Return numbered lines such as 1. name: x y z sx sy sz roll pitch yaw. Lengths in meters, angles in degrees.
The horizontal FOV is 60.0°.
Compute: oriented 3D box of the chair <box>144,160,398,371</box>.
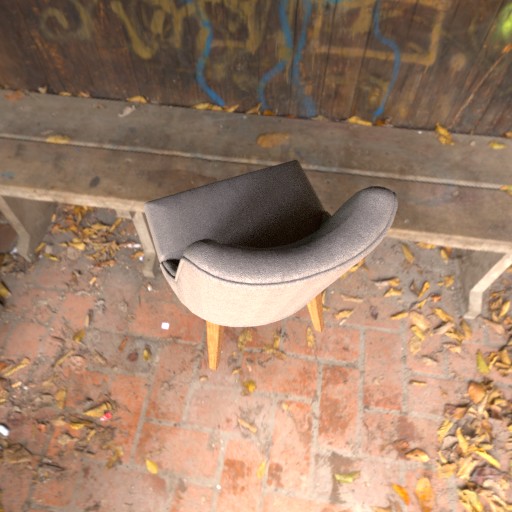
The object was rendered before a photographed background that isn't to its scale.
1. chair: 0.000 0.000 1.308 0.548 0.916 0.636 -18 61 -10
